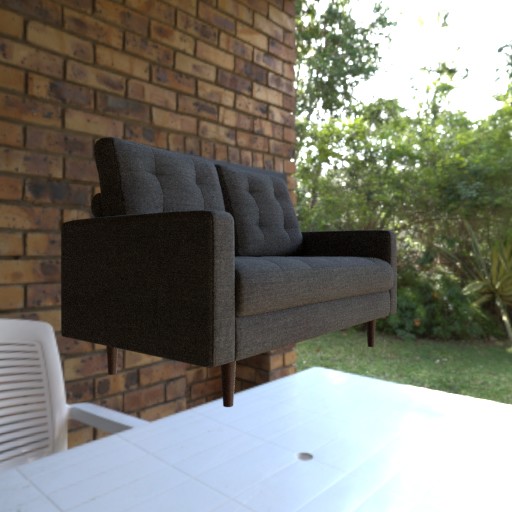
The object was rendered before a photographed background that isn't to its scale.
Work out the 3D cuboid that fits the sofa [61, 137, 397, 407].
[{"bbox_3d":[0.000,0.000,1.975,0.842,0.907,1.407,0,0,37],"label":"sofa"}]
